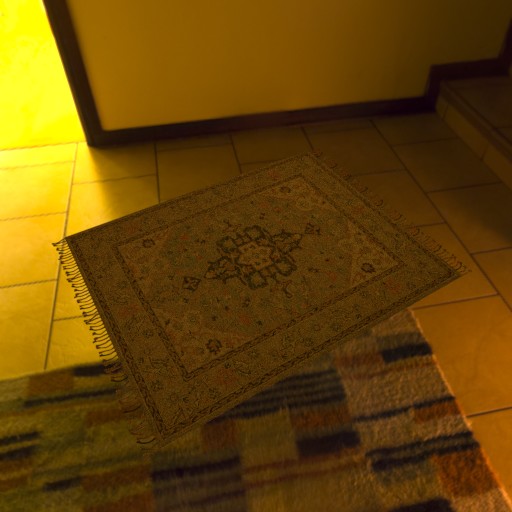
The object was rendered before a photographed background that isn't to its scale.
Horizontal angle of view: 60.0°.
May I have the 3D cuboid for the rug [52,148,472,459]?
[{"bbox_3d":[0.000,0.000,3.452,2.651,0.010,1.971,-24,51,-21],"label":"rug"}]
